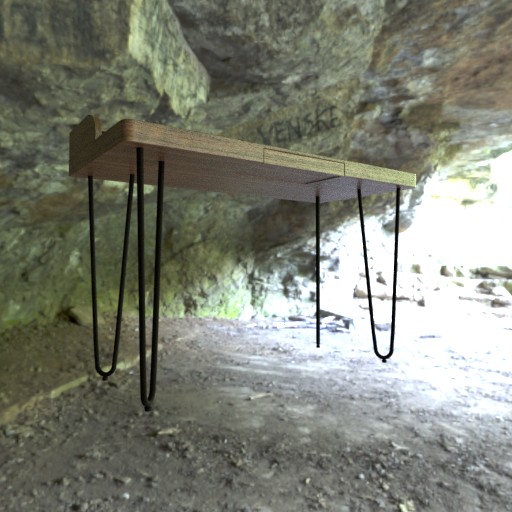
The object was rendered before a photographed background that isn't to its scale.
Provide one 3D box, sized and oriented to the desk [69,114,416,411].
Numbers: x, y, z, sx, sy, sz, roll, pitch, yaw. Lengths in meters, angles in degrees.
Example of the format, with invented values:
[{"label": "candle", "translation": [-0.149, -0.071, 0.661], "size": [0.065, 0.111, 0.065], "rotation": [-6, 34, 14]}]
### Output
[{"label": "desk", "translation": [0.000, 0.000, 1.657], "size": [1.200, 0.854, 0.565], "rotation": [1, -1, -36]}]
